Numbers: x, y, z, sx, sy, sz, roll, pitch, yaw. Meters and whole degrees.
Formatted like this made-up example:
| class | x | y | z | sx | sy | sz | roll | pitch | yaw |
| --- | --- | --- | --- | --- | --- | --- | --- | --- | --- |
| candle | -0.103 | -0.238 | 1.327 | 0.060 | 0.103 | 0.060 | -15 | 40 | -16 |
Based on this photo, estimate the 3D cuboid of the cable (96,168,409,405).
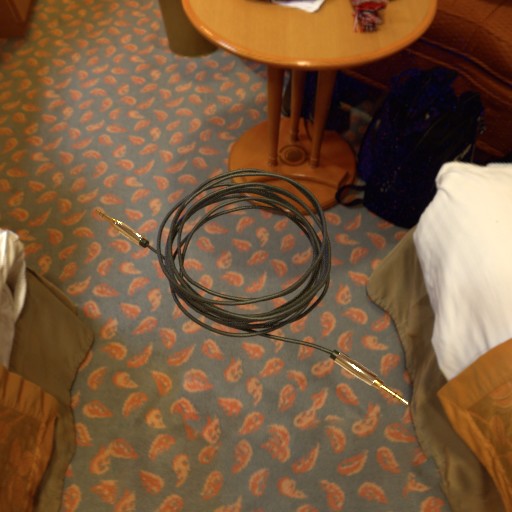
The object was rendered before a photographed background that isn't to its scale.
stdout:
| class | x | y | z | sx | sy | sz | roll | pitch | yaw |
| --- | --- | --- | --- | --- | --- | --- | --- | --- | --- |
| cable | 0.000 | 0.000 | 0.503 | 0.432 | 0.069 | 0.198 | 32 | 63 | 18 |
